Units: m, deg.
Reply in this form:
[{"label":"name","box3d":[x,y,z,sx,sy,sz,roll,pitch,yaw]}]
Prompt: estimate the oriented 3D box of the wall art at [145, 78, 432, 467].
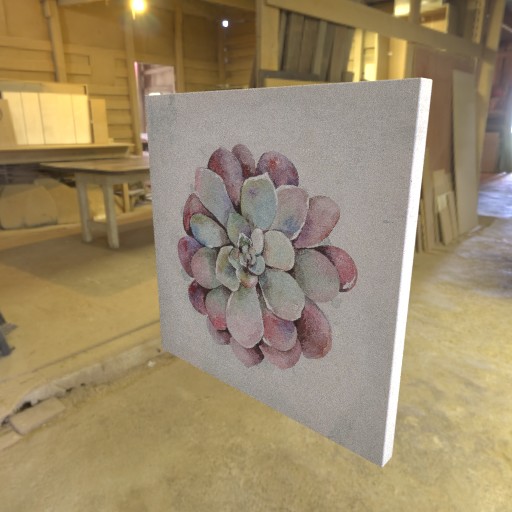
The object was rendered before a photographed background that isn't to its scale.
[{"label":"wall art","box3d":[0.000,0.000,0.859,0.605,0.605,0.044,15,22,40]}]
